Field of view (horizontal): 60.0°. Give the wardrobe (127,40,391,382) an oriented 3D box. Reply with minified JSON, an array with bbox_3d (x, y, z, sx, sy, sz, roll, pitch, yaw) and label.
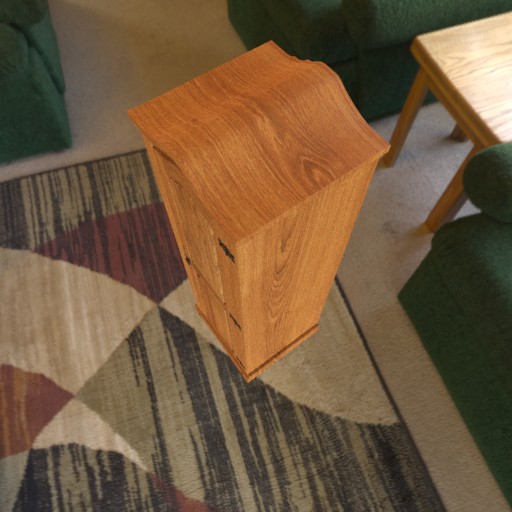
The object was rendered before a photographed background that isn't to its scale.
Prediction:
[{"bbox_3d":[0.000,0.000,2.114,0.570,1.870,0.590,-33,67,-16],"label":"wardrobe"}]
